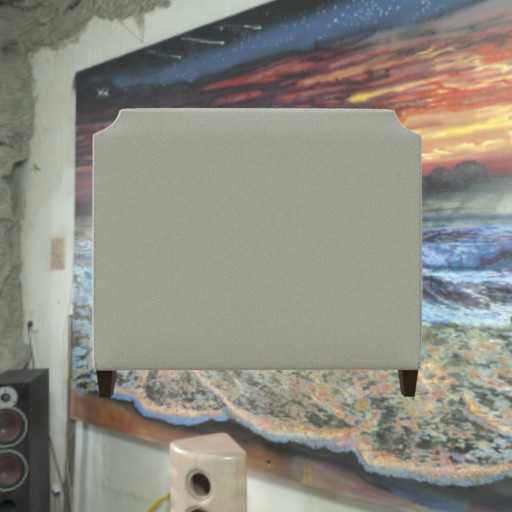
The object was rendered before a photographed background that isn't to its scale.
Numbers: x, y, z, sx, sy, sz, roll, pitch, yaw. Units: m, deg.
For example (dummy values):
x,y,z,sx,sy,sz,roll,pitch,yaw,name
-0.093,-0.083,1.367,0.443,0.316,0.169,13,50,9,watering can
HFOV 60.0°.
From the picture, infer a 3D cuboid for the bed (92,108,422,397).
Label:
x,y,z,sx,sy,sz,roll,pitch,yaw,name
0.000,0.000,3.428,1.712,1.497,2.372,0,-1,0,bed
